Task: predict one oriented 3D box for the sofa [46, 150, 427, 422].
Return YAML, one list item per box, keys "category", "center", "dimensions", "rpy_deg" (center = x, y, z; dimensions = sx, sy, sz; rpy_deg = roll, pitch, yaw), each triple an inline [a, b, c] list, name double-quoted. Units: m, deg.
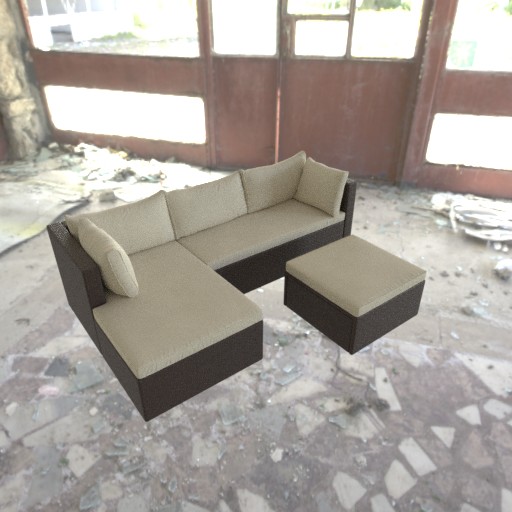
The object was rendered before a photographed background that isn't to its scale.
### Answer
- category: "sofa"
  center: [0.000, 0.000, 3.008]
  dimensions: [2.192, 0.766, 1.612]
  rpy_deg: [-21, 37, -31]
